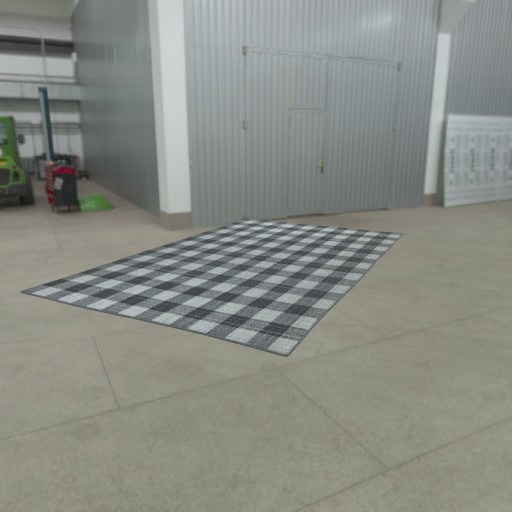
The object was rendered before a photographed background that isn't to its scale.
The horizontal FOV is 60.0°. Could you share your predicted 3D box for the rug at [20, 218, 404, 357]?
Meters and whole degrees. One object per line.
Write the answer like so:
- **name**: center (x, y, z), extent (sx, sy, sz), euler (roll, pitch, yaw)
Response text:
- **rug**: center (0.000, 0.000, 3.048), extent (1.554, 0.011, 2.476), euler (8, 17, 26)
